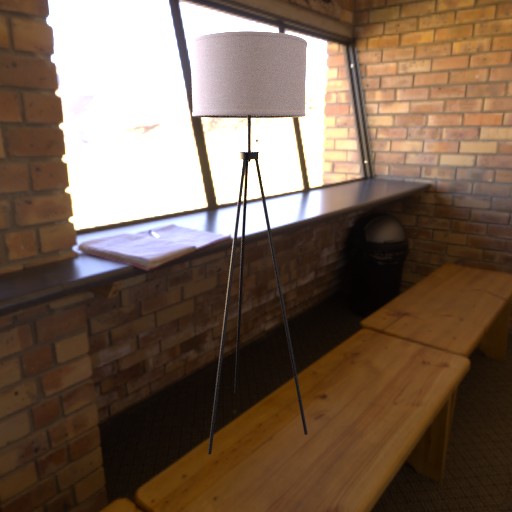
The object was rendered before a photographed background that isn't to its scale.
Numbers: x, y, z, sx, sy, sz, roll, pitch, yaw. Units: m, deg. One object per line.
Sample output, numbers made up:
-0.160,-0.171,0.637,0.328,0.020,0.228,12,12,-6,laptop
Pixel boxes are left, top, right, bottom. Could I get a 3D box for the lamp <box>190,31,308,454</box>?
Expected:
0.000,0.000,1.761,0.458,1.545,0.448,2,16,7,lamp
